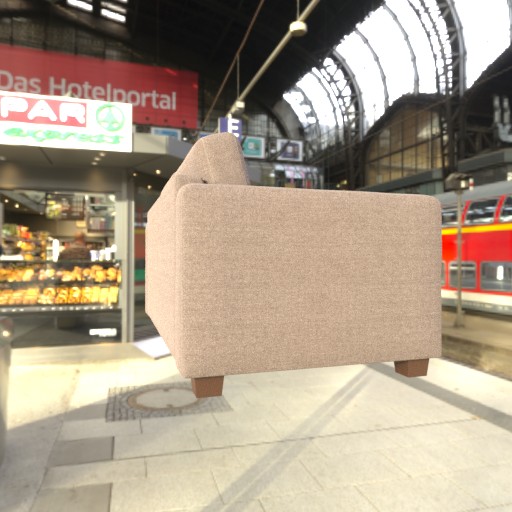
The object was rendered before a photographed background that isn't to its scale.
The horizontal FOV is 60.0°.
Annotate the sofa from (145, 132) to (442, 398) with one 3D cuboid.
[{"bbox_3d":[0.000,0.000,2.040,0.900,0.800,1.520,0,0,-18],"label":"sofa"}]
